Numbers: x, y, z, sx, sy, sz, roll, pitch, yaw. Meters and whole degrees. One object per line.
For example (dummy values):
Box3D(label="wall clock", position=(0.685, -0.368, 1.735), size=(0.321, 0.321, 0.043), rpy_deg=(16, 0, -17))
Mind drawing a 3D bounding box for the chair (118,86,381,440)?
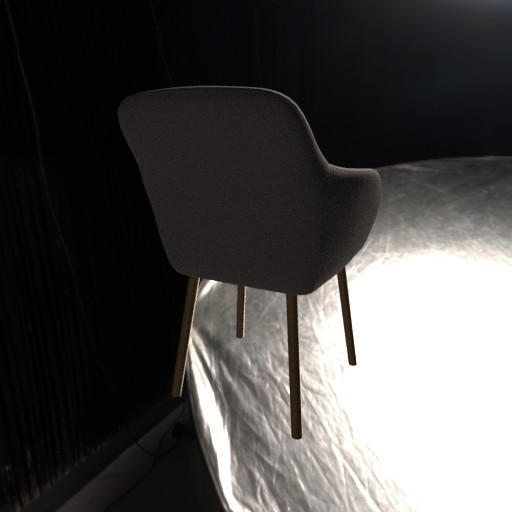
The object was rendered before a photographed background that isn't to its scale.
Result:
Box3D(label="chair", position=(0.000, 0.000, 1.216), size=(0.570, 0.830, 0.590), rpy_deg=(8, 18, 27))
